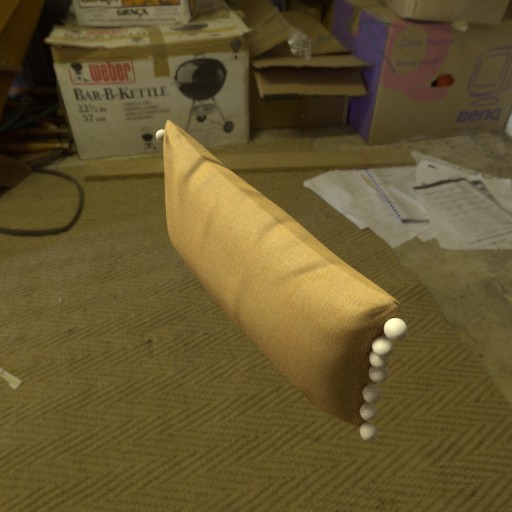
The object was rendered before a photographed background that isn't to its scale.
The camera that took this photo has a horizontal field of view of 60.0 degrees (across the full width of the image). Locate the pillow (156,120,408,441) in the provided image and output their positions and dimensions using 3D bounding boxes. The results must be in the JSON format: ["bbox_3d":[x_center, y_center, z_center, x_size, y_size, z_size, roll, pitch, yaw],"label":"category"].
[{"bbox_3d":[0.000,0.000,0.859,0.201,0.322,0.709,-25,46,-26],"label":"pillow"}]
